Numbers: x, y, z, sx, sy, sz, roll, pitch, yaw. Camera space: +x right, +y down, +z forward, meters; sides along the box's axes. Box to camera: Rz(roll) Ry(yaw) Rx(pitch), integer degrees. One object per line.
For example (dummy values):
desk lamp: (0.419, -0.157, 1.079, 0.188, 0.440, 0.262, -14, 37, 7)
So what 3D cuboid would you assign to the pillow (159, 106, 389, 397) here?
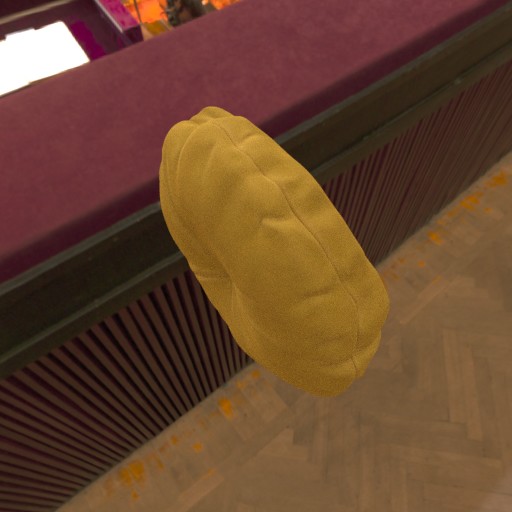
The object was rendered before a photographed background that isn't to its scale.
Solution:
pillow: (0.000, 0.000, 0.628, 0.148, 0.407, 0.428, -31, 64, -18)
